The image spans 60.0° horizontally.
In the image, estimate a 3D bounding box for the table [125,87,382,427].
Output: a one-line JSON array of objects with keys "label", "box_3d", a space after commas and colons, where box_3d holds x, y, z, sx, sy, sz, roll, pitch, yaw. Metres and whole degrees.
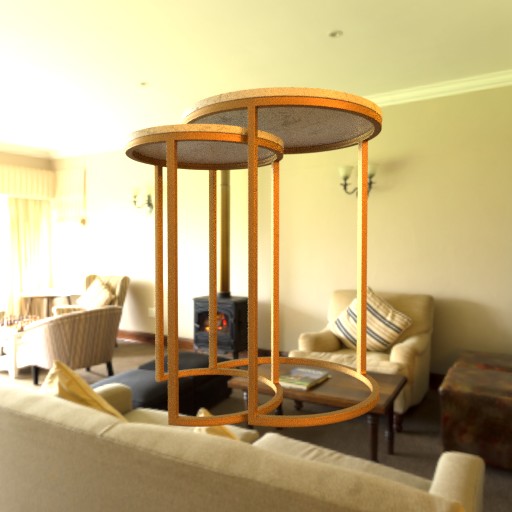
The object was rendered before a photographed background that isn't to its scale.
[{"label": "table", "box_3d": [0.000, 0.000, 0.899, 0.507, 0.550, 0.400, -1, 2, -18]}]
